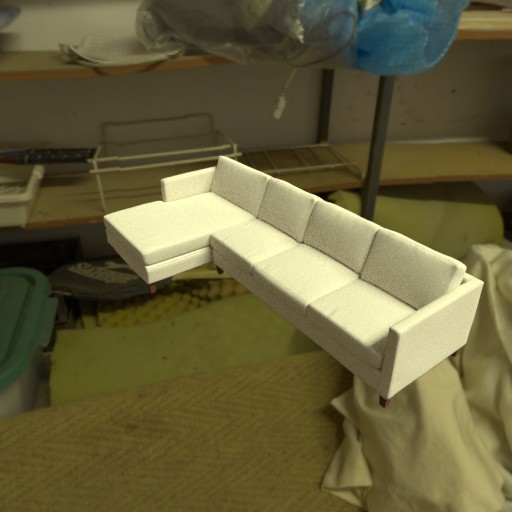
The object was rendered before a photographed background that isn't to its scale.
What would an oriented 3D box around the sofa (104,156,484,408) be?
[{"bbox_3d":[0.000,0.000,3.887,1.625,0.846,3.186,-21,36,-31],"label":"sofa"}]
